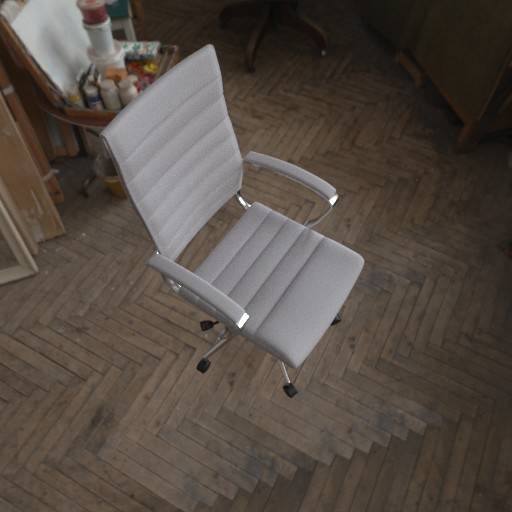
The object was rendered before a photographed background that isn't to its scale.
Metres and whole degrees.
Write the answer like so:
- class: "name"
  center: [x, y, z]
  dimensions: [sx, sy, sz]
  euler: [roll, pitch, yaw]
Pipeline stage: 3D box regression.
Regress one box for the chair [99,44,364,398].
- class: "chair"
  center: [0.000, 0.000, 1.552]
  dimensions: [0.667, 1.149, 0.679]
  euler: [30, 64, 17]
